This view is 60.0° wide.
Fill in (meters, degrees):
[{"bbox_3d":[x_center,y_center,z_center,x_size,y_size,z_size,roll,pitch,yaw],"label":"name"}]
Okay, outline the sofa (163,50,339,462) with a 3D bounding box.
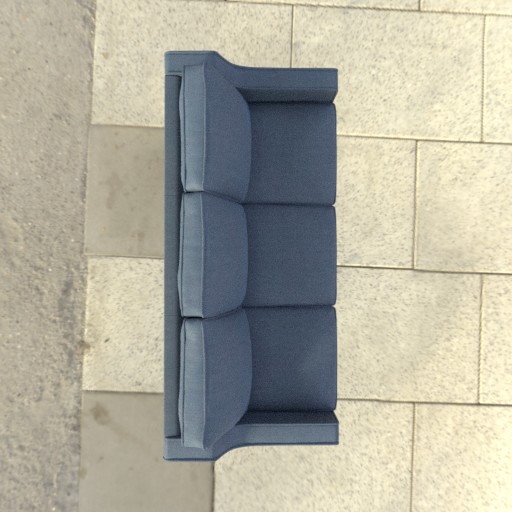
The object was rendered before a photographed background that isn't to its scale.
[{"bbox_3d":[0.000,0.000,2.484,0.911,0.974,1.986,0,89,-1],"label":"sofa"}]
